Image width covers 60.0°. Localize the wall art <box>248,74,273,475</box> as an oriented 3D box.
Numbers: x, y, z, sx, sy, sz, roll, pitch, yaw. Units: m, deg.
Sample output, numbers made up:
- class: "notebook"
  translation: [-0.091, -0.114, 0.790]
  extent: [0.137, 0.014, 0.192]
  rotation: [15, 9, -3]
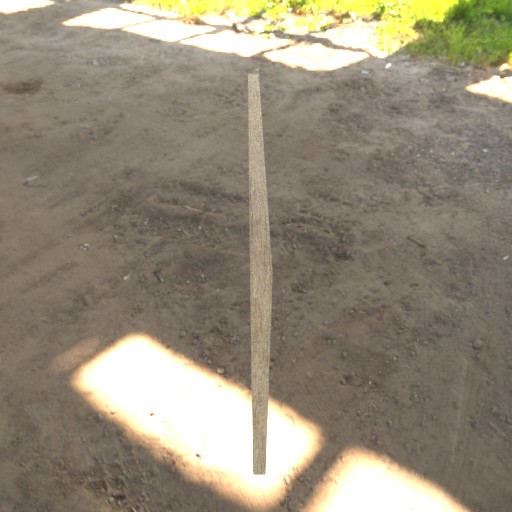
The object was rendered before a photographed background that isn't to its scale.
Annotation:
- class: "wall art"
  translation: [0.000, 0.000, 0.952]
  extent: [0.026, 0.535, 0.690]
  rotation: [-1, 41, -1]
